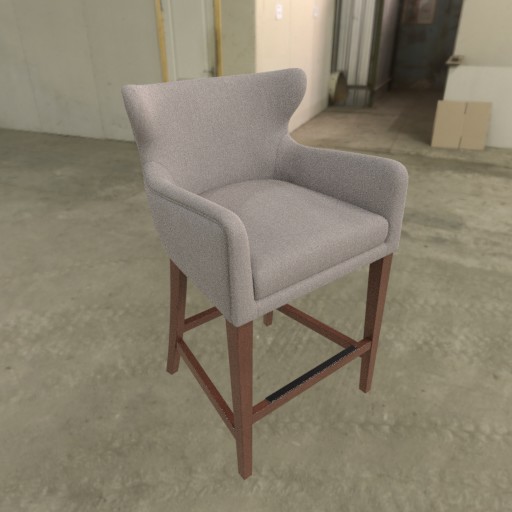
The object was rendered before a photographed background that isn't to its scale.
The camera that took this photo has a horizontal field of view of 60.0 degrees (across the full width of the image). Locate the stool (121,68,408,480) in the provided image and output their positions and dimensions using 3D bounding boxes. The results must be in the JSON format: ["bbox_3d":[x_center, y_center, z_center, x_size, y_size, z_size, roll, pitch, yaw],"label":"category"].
[{"bbox_3d":[0.000,0.000,1.289,0.575,0.951,0.575,-21,36,-32],"label":"stool"}]
